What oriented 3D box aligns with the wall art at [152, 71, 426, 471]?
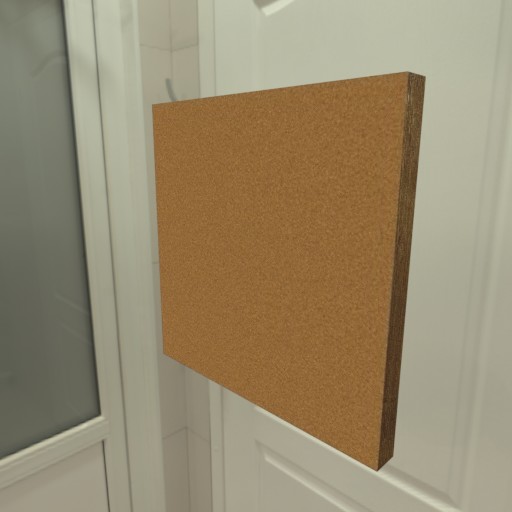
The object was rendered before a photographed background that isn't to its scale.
[{"bbox_3d":[0.000,0.000,0.581,0.406,0.403,0.039,13,18,43],"label":"wall art"}]
